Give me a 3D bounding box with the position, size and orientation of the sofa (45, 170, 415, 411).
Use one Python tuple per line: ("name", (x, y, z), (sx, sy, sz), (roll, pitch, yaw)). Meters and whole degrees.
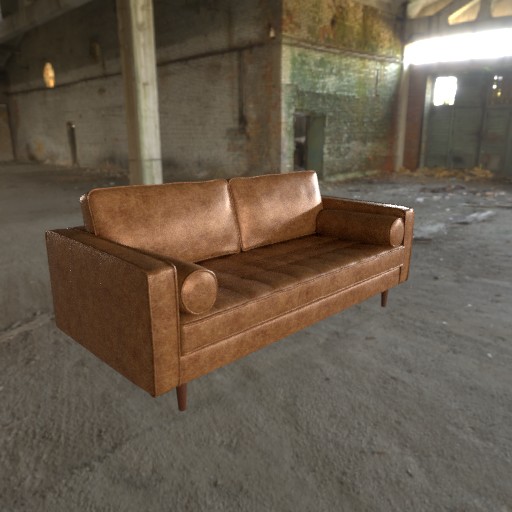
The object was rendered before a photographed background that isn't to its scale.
("sofa", (0.000, 0.000, 2.441), (1.920, 0.825, 0.924), (-15, 21, -43))
